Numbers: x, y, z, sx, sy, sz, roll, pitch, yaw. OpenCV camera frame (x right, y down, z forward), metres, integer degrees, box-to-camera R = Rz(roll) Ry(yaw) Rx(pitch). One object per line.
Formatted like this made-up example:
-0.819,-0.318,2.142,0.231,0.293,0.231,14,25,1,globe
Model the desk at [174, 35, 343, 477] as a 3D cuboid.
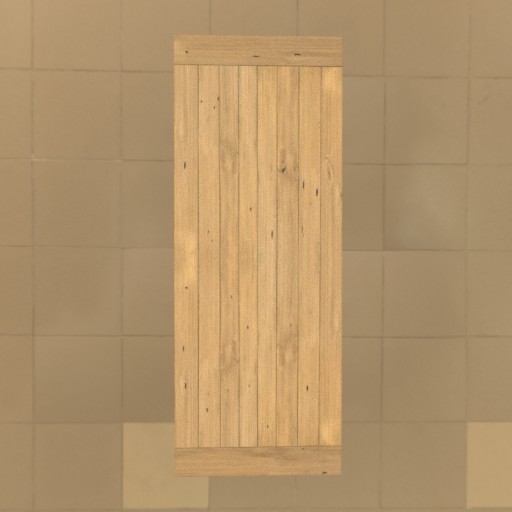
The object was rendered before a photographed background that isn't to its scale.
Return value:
0.000,0.000,2.197,0.688,0.760,1.803,0,91,-2,desk
